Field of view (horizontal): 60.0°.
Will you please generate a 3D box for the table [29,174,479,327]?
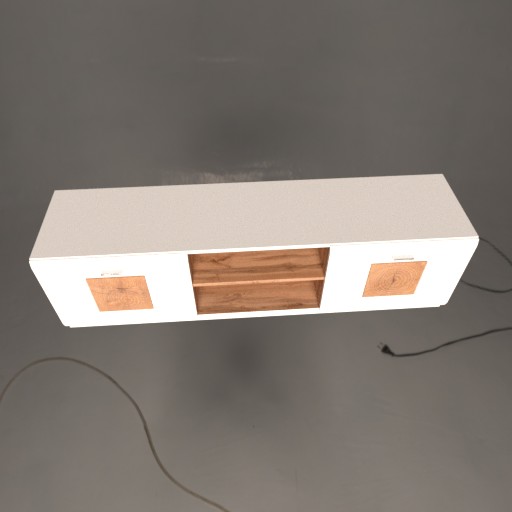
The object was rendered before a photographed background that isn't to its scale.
[{"bbox_3d":[0.000,0.000,1.796,1.550,0.440,0.400,-3,48,-3],"label":"table"}]
